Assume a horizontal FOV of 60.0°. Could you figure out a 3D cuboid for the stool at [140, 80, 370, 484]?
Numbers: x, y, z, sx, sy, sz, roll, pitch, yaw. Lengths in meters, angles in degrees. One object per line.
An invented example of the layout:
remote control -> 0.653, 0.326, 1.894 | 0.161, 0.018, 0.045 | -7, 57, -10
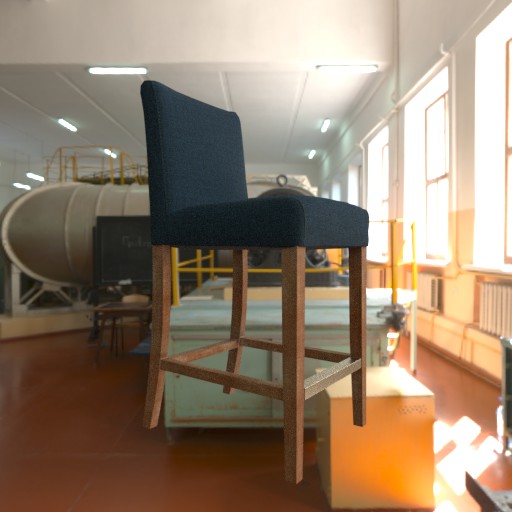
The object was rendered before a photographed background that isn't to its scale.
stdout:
stool -> 0.000, 0.000, 1.340 | 0.567, 1.039, 0.454 | 1, 2, 35
